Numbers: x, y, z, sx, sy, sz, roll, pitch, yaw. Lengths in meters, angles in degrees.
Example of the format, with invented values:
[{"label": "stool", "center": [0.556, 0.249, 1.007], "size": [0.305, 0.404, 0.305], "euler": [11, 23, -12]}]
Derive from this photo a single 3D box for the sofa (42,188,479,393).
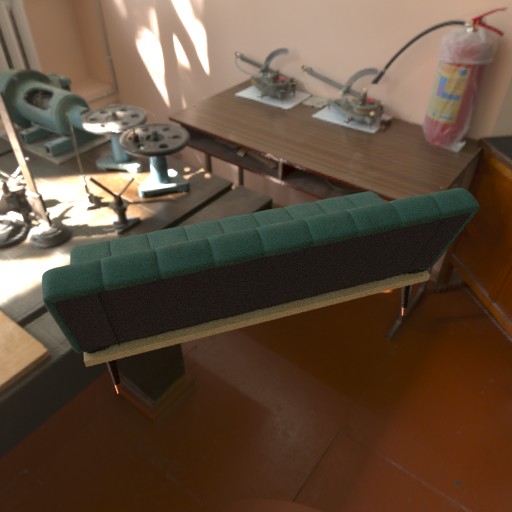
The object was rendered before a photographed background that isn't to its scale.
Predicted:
[{"label": "sofa", "center": [0.000, 0.000, 2.252], "size": [1.810, 0.820, 0.830], "euler": [-12, 41, -14]}]
